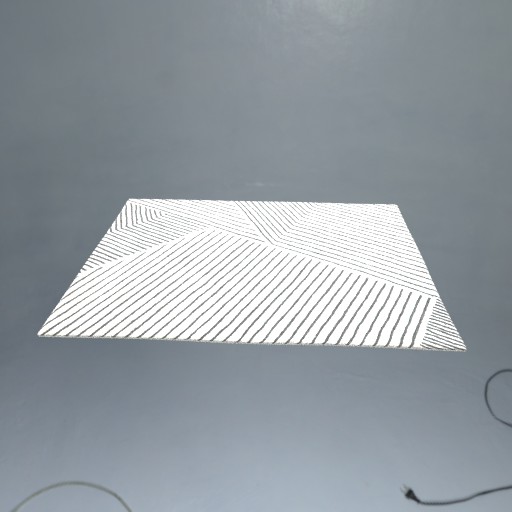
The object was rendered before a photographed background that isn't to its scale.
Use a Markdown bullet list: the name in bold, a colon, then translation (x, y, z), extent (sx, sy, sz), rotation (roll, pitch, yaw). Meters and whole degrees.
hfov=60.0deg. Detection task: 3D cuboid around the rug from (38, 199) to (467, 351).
- **rug**: translation (0.000, 0.000, 3.278), extent (2.449, 0.028, 1.829), rotation (2, 33, 2)
